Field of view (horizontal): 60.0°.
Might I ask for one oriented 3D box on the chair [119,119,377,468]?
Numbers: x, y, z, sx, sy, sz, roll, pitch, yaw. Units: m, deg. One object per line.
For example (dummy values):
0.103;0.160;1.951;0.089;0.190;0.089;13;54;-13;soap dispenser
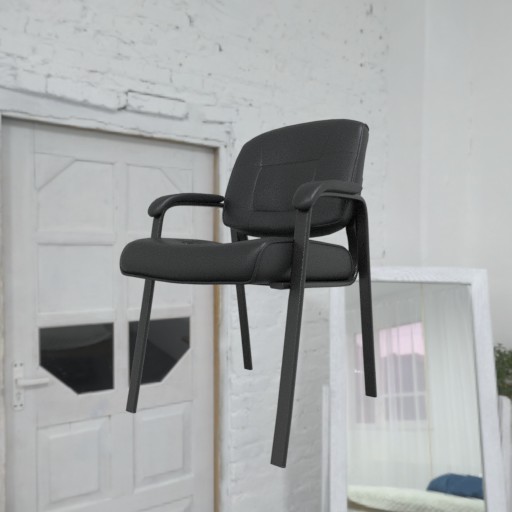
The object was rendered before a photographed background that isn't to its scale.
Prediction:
0.000;0.000;1.336;0.591;0.910;0.668;2;3;37;chair
